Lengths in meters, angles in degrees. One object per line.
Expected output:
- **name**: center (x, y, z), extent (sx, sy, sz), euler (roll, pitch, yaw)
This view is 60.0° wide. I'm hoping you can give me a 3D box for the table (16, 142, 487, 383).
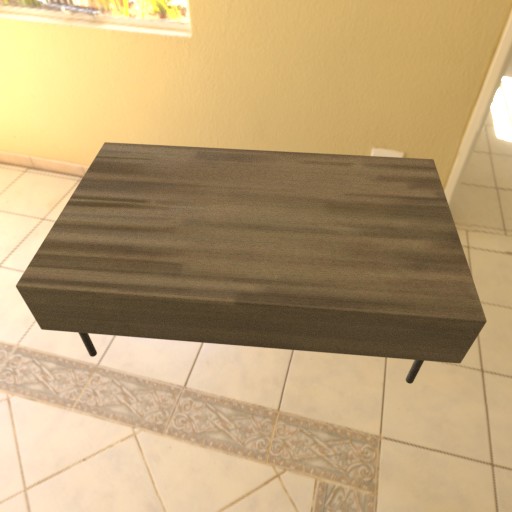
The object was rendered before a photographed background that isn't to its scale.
- **table**: center (0.000, 0.000, 1.362), extent (1.088, 0.347, 0.643), euler (4, 46, 4)
